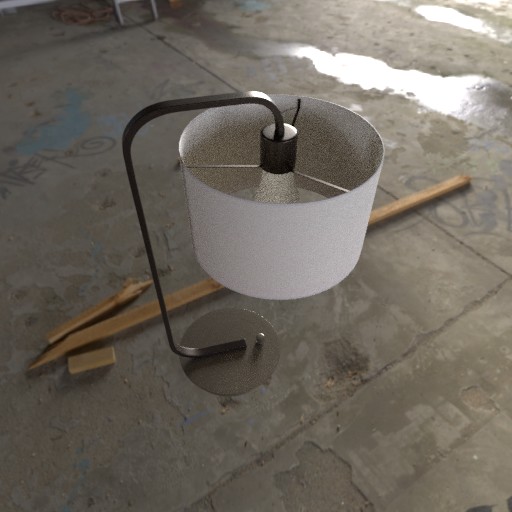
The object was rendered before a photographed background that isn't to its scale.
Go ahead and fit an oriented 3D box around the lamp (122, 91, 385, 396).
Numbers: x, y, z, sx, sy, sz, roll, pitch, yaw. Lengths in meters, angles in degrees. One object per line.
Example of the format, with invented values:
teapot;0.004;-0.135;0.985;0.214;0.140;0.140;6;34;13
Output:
lamp;0.000;0.000;0.622;0.288;0.473;0.230;-10;46;-10
